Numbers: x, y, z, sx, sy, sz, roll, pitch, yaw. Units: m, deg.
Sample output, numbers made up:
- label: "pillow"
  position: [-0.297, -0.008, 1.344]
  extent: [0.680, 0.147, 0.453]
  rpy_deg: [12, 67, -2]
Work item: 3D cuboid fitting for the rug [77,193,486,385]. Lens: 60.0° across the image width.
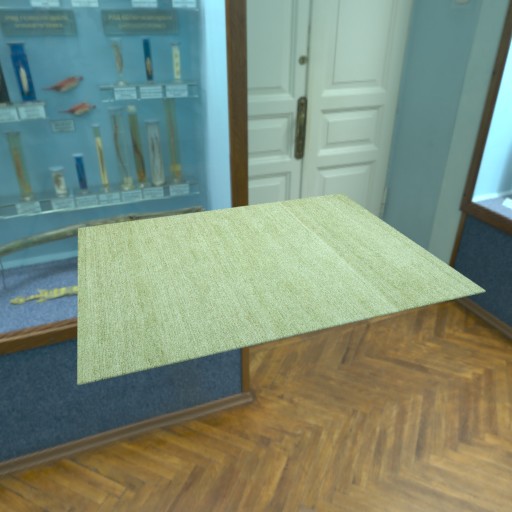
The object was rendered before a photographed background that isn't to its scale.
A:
- label: "rug"
  position: [0.000, 0.000, 4.218]
  extent: [3.198, 0.016, 2.425]
  rpy_deg: [-10, 30, -17]
